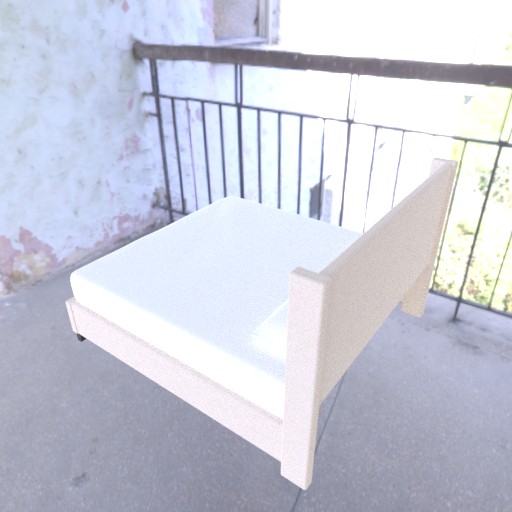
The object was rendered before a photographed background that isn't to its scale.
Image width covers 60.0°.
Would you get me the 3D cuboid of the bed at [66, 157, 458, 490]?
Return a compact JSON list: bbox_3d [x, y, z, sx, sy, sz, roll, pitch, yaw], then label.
[{"bbox_3d":[0.000,0.000,3.598,2.293,1.471,2.145,20,35,31],"label":"bed"}]
